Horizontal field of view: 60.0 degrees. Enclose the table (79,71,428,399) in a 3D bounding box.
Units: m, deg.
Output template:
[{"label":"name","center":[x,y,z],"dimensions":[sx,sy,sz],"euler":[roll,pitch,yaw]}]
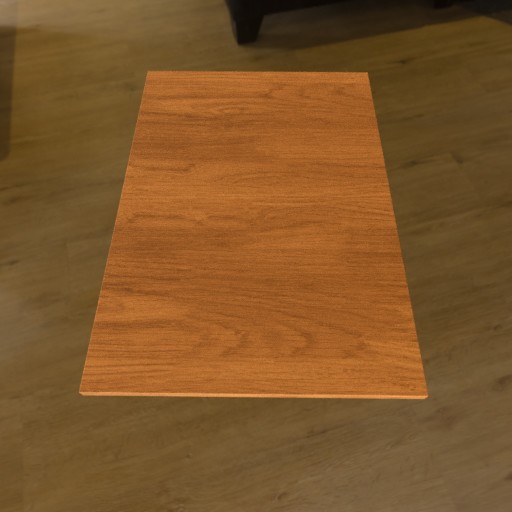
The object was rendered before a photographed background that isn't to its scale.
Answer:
[{"label":"table","center":[0.000,0.000,1.806],"dimensions":[0.900,0.770,1.300],"euler":[1,59,0]}]
